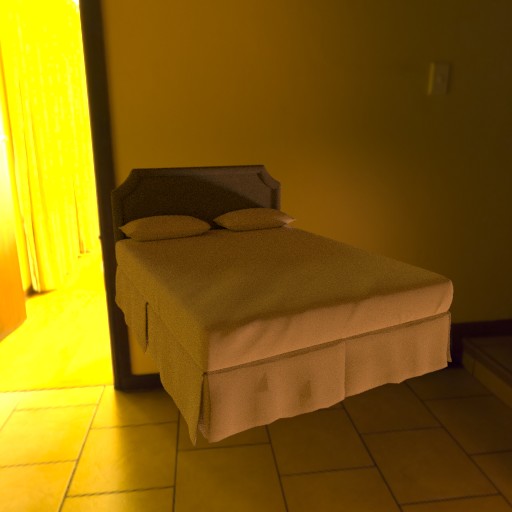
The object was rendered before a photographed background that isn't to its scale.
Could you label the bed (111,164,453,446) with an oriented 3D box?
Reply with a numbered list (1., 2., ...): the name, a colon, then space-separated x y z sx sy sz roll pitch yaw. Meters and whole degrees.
1. bed: 0.000 0.000 3.627 1.977 1.306 2.464 -8 17 -27
